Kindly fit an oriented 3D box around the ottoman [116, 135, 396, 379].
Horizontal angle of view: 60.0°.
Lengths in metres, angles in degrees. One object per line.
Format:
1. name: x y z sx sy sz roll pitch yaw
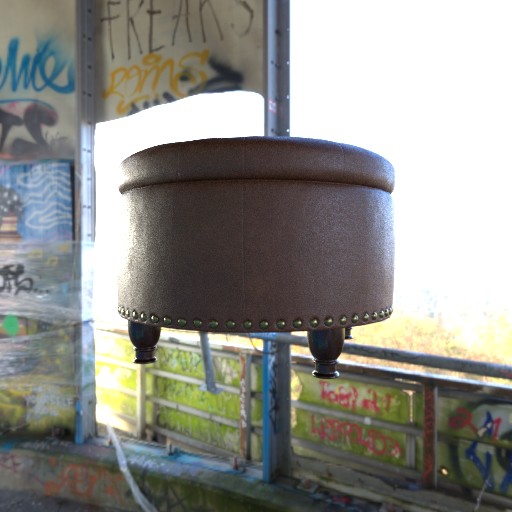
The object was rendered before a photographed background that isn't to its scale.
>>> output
1. ottoman: 0.000 0.000 1.060 0.637 0.442 0.637 0 1 0
